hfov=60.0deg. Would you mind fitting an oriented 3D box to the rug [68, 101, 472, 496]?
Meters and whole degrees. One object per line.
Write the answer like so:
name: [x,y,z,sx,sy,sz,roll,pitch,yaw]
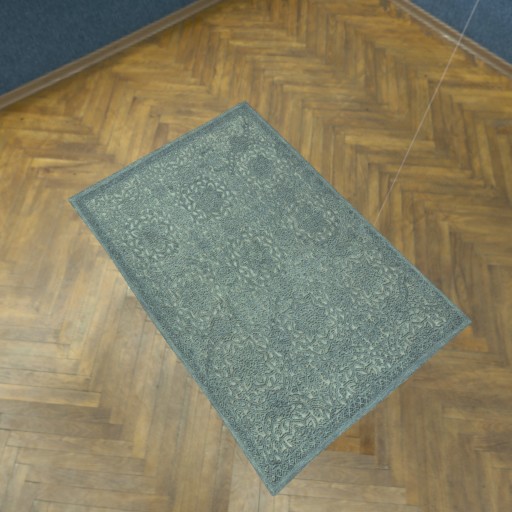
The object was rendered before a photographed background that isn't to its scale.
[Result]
rug: [0.000,0.000,2.289,1.224,0.016,1.830,-34,68,-16]
